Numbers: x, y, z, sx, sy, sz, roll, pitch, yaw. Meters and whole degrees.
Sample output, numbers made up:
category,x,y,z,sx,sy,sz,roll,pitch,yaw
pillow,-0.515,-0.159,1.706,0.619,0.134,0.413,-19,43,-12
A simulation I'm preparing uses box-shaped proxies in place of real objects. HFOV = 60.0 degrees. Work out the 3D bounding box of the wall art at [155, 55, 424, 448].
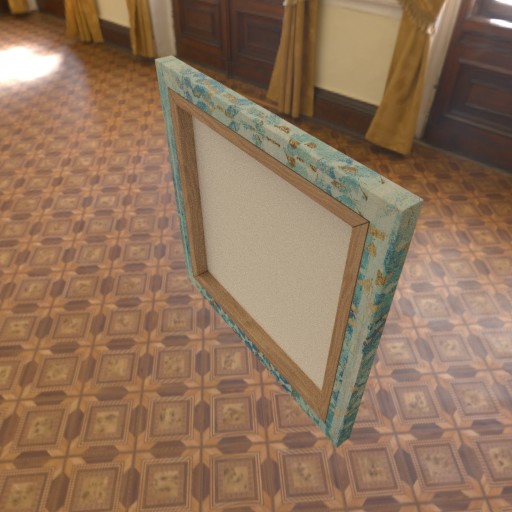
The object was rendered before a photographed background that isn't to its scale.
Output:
category,x,y,z,sx,sy,sz,roll,pitch,yaw
wall art,0.000,0.000,0.895,0.040,0.609,0.609,-27,49,-26
